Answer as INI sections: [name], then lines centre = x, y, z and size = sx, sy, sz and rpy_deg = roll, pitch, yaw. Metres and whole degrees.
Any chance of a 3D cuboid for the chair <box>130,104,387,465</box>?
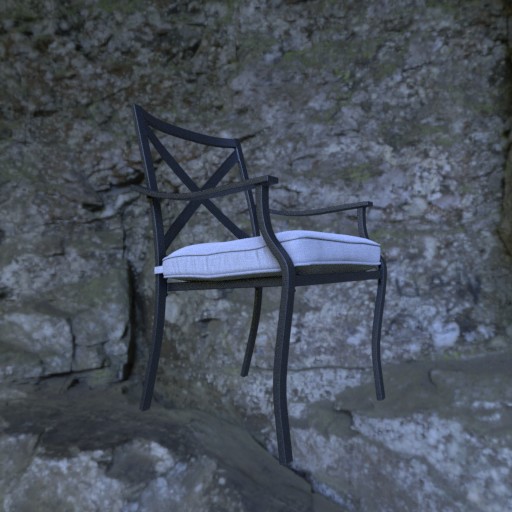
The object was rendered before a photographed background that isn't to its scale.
[chair]
centre = 0.000, 0.000, 1.327
size = 0.620, 0.889, 0.575
rpy_deg = 0, 0, 37
